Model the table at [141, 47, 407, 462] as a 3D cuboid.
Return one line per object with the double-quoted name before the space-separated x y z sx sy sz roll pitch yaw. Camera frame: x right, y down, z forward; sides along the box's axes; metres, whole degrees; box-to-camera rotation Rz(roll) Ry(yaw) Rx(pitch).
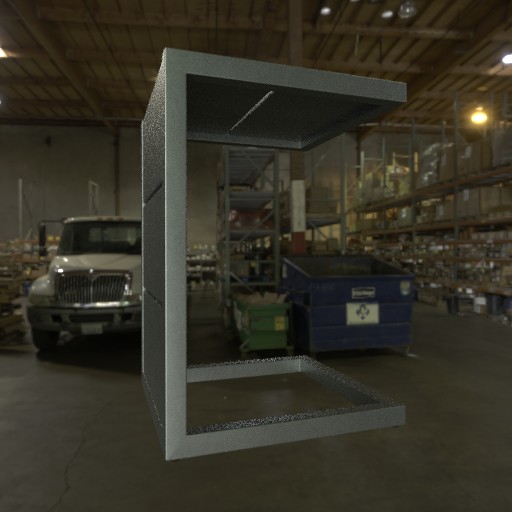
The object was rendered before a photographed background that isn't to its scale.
"table" 0.000 0.000 0.902 0.420 0.609 0.405 0 1 -19
